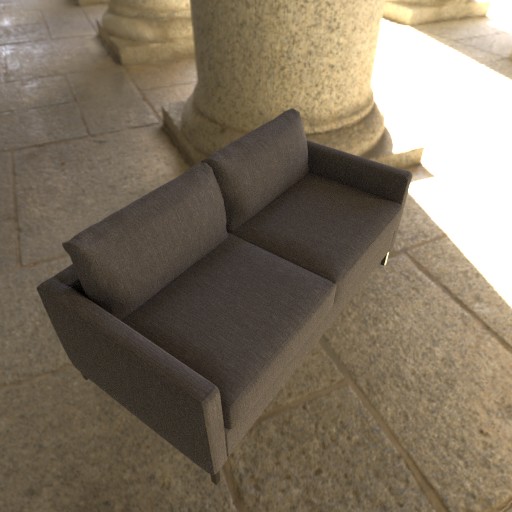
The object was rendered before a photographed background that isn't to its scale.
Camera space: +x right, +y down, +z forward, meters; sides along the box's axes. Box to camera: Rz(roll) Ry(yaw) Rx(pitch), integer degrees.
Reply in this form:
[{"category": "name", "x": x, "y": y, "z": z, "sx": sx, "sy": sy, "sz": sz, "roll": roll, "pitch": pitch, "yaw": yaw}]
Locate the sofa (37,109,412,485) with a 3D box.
[{"category": "sofa", "x": 0.000, "y": 0.000, "z": 2.115, "sx": 0.875, "sy": 0.840, "sz": 1.682, "roll": 26, "pitch": 47, "yaw": 26}]
